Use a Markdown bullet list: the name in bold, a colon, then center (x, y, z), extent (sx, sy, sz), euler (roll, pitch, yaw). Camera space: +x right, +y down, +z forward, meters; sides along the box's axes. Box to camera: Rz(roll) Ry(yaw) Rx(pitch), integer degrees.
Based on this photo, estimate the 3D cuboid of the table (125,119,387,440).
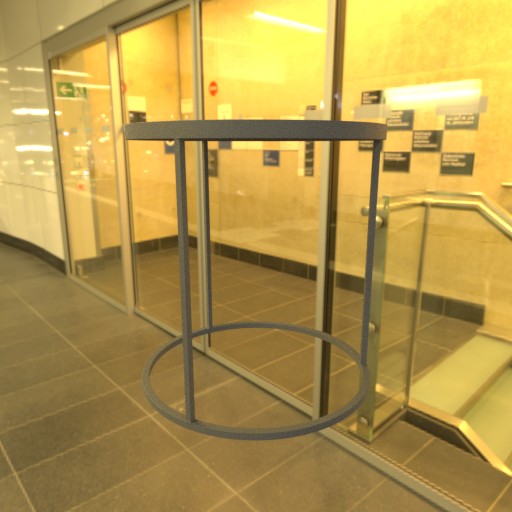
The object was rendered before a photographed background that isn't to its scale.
- **table**: center (0.000, 0.000, 0.884), extent (0.470, 0.498, 0.470), euler (0, 14, 0)
